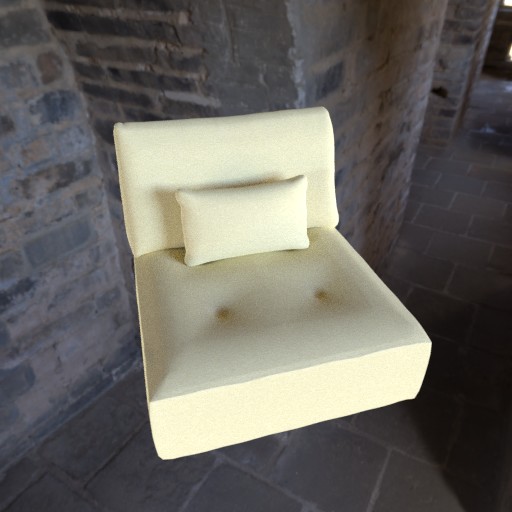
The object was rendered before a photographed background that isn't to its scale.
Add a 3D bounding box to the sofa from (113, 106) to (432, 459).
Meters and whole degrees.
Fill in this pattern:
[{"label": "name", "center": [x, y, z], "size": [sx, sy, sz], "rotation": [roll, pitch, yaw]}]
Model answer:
[{"label": "sofa", "center": [0.000, 0.000, 1.679], "size": [0.930, 0.820, 1.000], "rotation": [-9, 34, -13]}]
